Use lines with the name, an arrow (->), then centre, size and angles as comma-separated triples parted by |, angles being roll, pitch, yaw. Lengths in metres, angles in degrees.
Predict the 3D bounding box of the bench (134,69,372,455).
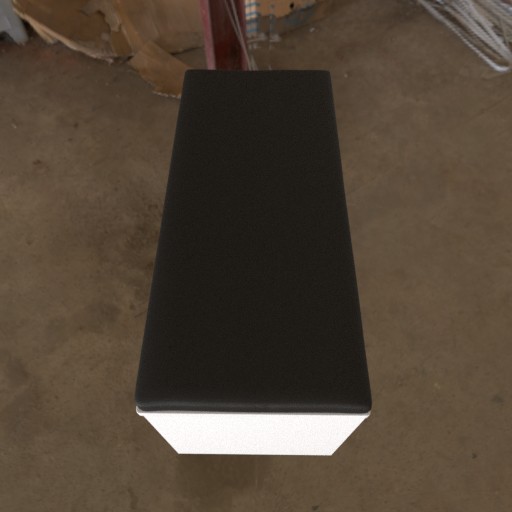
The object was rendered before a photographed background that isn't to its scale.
bench -> 0.000, 0.000, 1.167 | 0.401, 0.500, 0.899 | 1, 58, 0
